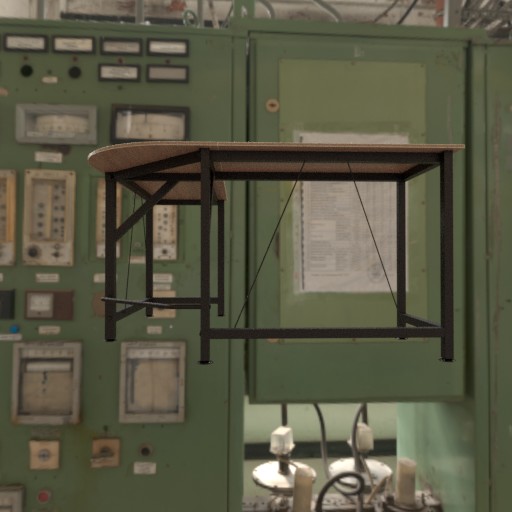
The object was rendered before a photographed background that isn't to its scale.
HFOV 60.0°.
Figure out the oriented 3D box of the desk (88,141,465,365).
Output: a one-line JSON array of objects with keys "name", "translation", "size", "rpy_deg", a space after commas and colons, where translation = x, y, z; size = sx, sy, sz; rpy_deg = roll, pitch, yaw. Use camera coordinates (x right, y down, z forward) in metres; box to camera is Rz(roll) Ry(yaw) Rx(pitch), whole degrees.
[{"name": "desk", "translation": [0.000, 0.000, 2.211], "size": [1.400, 0.762, 1.400], "rpy_deg": [0, -1, -2]}]
